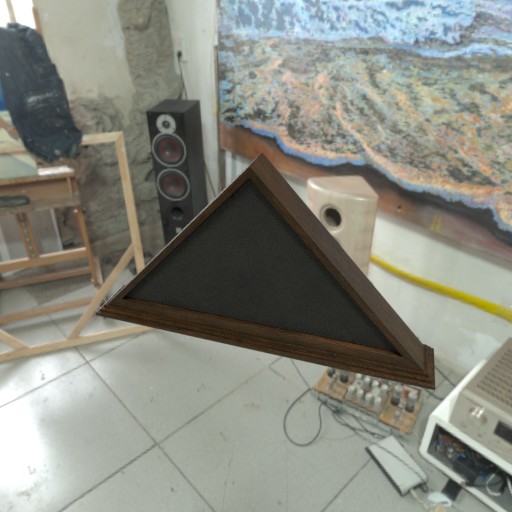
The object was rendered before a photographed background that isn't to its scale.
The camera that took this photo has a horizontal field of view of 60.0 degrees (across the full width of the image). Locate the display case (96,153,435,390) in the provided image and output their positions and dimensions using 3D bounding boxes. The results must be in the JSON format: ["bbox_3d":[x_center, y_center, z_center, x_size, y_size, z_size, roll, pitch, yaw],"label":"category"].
[{"bbox_3d":[0.000,0.000,0.753,0.640,0.340,0.095,9,33,15],"label":"display case"}]
